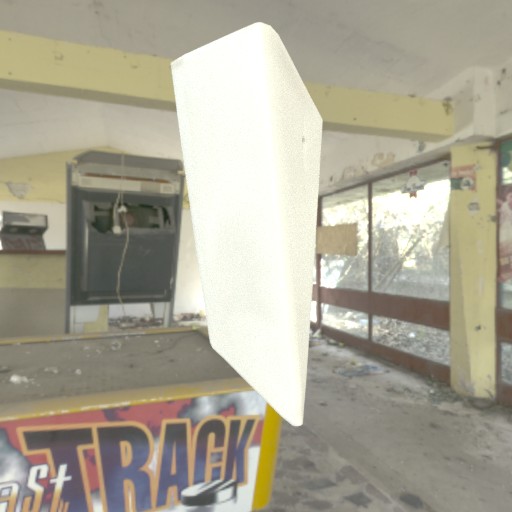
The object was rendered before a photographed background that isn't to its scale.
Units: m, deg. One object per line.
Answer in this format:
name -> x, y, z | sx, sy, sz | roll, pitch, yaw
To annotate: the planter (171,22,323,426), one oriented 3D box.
planter -> 0.000, 0.000, 0.265 | 0.060, 0.197, 0.150 | 0, 0, 17
